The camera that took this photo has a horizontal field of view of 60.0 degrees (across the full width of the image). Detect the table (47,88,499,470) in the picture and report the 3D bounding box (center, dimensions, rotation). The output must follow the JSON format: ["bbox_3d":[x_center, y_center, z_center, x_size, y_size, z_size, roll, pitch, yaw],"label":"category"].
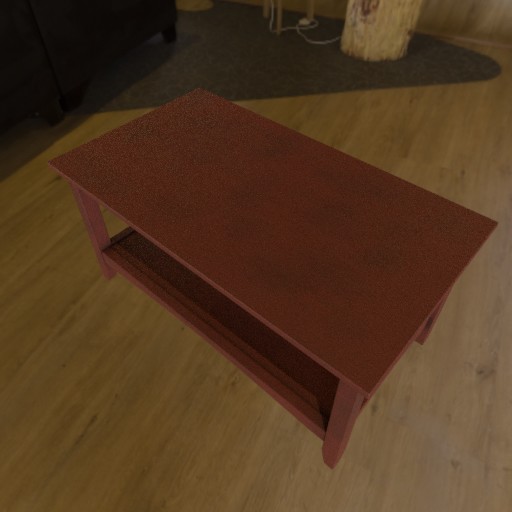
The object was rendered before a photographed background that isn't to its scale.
[{"bbox_3d":[0.000,0.000,1.206,0.943,0.456,0.533,33,55,27],"label":"table"}]
